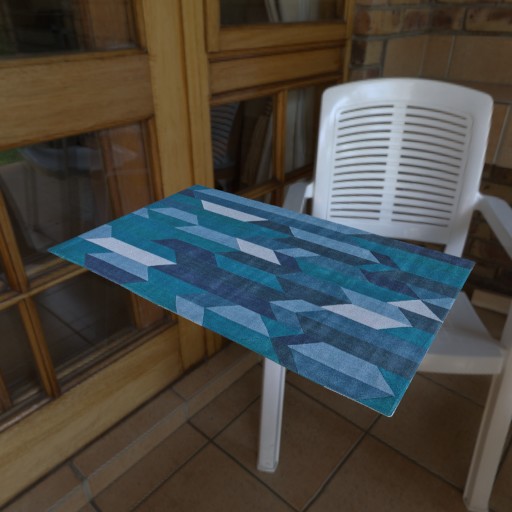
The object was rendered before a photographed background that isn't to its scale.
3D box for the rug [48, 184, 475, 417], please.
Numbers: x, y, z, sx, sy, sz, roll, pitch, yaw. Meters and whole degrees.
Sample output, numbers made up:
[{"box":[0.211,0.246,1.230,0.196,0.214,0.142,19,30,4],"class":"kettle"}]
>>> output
[{"box":[0.000,0.000,2.948,2.420,0.005,1.528,20,35,30],"class":"rug"}]
